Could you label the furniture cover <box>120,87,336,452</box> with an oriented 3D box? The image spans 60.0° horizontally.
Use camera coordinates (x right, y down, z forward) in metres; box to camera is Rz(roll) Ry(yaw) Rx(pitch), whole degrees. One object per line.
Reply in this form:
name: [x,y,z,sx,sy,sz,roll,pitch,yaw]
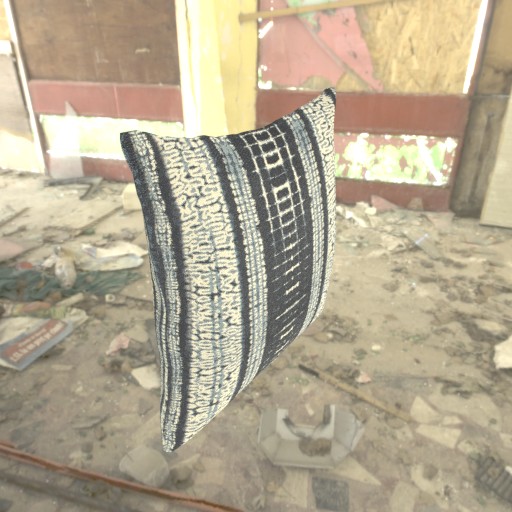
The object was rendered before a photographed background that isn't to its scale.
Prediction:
furniture cover: [0.000,0.000,0.659,0.133,0.435,0.425,19,33,32]
